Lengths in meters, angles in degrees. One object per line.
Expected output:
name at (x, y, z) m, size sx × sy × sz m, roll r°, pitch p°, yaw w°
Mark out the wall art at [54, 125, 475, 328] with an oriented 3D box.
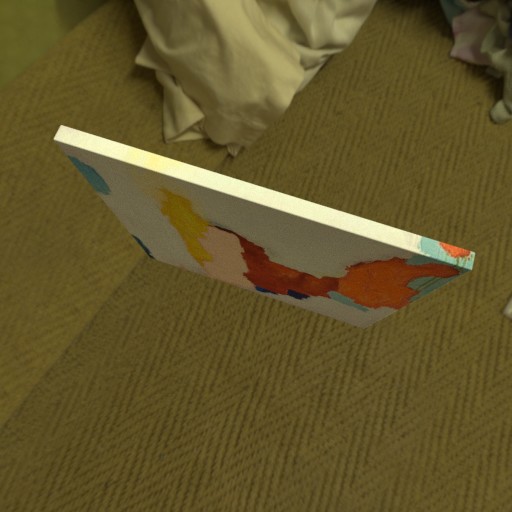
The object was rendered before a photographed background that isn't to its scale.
wall art at (0.000, 0.000, 1.512) m, size 1.017 × 1.017 × 0.044 m, roll 18°, pitch 74°, yaw 5°
